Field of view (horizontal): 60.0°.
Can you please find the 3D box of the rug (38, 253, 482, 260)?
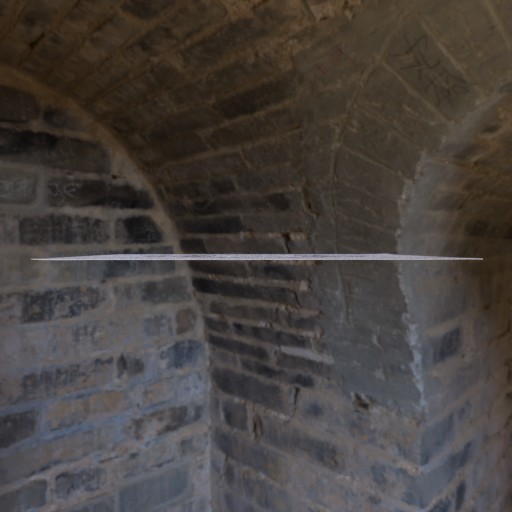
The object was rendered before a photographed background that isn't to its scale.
[{"bbox_3d":[0.000,0.000,2.375,1.813,0.008,1.223,0,1,-2],"label":"rug"}]
